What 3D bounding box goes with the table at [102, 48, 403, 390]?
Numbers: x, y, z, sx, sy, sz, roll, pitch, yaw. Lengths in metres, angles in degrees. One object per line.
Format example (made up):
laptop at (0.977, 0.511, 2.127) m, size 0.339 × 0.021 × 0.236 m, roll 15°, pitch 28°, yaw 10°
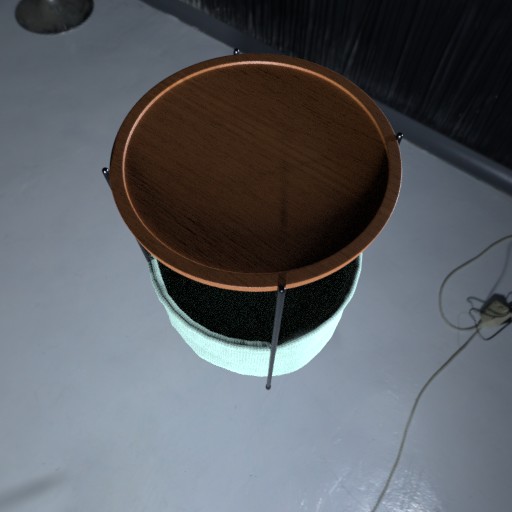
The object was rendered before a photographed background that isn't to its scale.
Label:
table at (0.000, 0.000, 0.866) m, size 0.400 × 0.623 × 0.400 m, roll 33°, pitch 68°, yaw 15°
